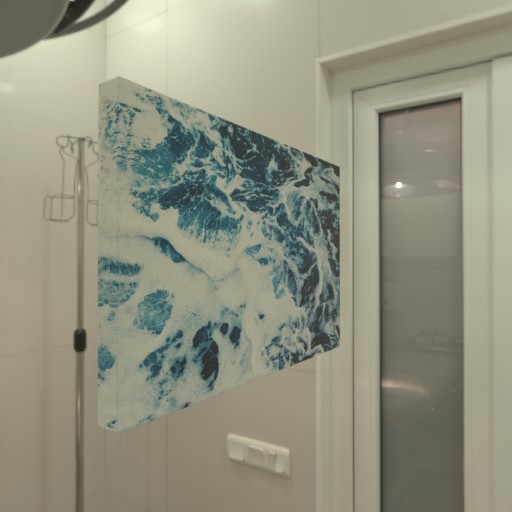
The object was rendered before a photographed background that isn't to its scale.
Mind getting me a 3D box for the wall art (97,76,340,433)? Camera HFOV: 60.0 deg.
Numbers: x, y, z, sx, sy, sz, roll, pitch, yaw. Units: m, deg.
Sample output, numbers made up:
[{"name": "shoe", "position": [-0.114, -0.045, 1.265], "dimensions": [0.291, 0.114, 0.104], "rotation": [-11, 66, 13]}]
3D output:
[{"name": "wall art", "position": [0.000, 0.000, 0.763], "dimensions": [0.043, 0.407, 0.609], "rotation": [0, 0, 35]}]
